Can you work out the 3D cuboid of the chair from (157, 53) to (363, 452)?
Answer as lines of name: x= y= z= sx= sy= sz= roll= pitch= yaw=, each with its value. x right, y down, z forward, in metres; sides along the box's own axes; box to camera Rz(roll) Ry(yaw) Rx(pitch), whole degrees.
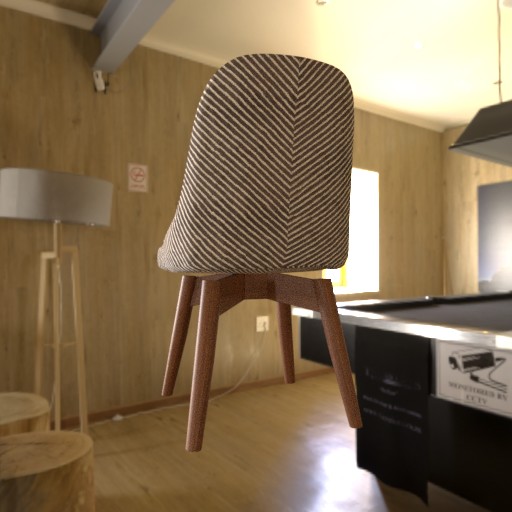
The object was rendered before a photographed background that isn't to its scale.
chair: x=0.000 y=0.000 z=1.252 sx=0.504 sy=0.883 sz=0.591 roll=0 pitch=0 yaw=-19
